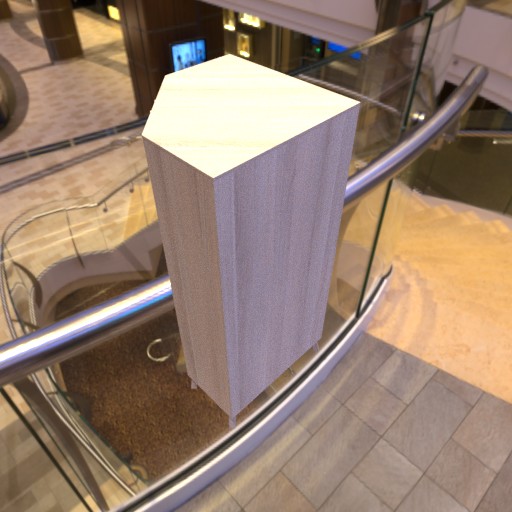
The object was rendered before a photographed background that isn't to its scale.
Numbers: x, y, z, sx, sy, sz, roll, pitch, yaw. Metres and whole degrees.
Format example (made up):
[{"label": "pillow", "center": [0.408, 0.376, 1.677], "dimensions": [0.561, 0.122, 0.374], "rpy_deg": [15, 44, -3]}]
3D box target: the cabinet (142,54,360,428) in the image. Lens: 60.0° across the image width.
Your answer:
[{"label": "cabinet", "center": [0.000, 0.000, 2.727], "dimensions": [0.969, 1.957, 1.272], "rpy_deg": [0, 43, 0]}]
